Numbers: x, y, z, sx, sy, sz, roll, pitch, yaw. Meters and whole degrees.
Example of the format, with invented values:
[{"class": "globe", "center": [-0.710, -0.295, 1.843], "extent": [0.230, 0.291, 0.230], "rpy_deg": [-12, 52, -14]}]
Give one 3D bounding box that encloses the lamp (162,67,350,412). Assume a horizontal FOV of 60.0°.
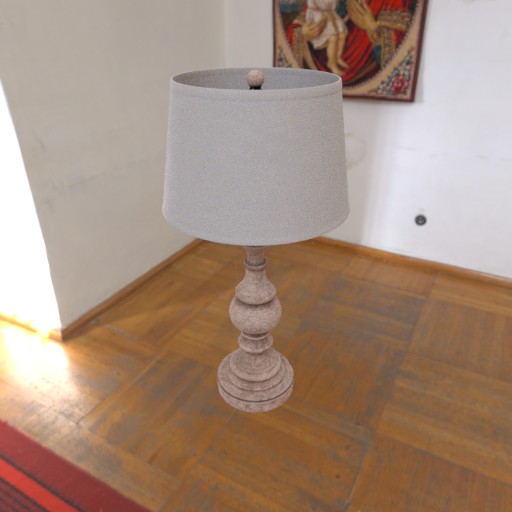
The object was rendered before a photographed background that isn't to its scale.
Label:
[{"class": "lamp", "center": [0.000, 0.000, 0.870], "extent": [0.340, 0.678, 0.340], "rpy_deg": [0, 29, 0]}]
